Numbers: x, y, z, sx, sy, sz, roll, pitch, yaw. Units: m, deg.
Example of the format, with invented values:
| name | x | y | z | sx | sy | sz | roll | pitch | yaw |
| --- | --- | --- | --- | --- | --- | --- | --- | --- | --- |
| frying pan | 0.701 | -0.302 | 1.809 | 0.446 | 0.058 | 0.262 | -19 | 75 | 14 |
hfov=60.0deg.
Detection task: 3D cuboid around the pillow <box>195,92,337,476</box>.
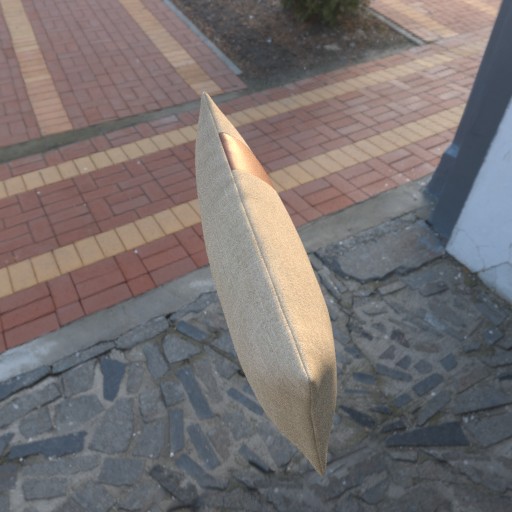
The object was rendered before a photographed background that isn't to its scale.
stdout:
| name | x | y | z | sx | sy | sz | roll | pitch | yaw |
| --- | --- | --- | --- | --- | --- | --- | --- | --- | --- |
| pillow | 0.000 | 0.000 | 0.718 | 0.155 | 0.282 | 0.612 | -10 | 46 | -10 |
